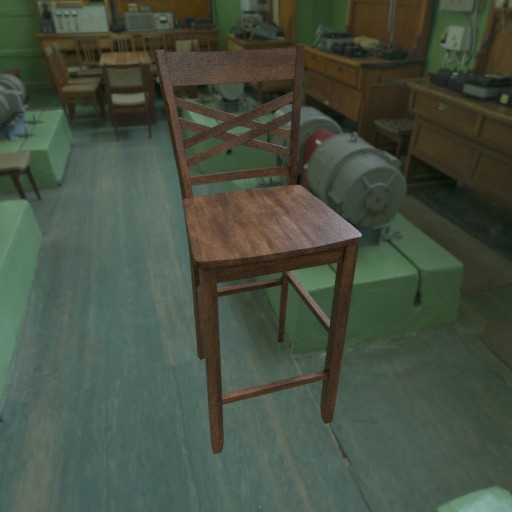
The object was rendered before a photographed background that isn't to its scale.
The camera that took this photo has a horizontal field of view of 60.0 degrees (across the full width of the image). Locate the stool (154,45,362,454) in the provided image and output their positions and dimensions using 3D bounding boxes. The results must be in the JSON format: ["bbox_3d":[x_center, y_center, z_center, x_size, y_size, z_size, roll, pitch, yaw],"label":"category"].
[{"bbox_3d":[0.000,0.000,1.342,0.433,1.105,0.487,-9,33,-15],"label":"stool"}]
